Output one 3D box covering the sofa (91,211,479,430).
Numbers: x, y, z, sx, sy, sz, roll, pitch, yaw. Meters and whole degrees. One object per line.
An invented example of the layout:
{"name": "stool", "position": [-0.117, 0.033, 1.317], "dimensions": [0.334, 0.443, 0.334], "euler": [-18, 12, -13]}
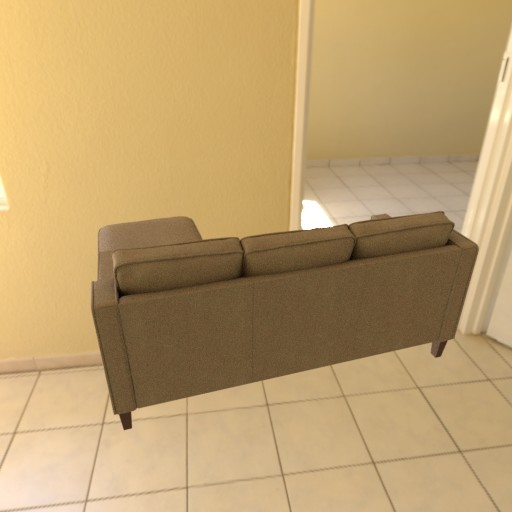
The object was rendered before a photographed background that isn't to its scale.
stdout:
{"name": "sofa", "position": [0.000, 0.000, 3.371], "dimensions": [2.317, 1.081, 1.858], "euler": [-9, 29, -15]}
